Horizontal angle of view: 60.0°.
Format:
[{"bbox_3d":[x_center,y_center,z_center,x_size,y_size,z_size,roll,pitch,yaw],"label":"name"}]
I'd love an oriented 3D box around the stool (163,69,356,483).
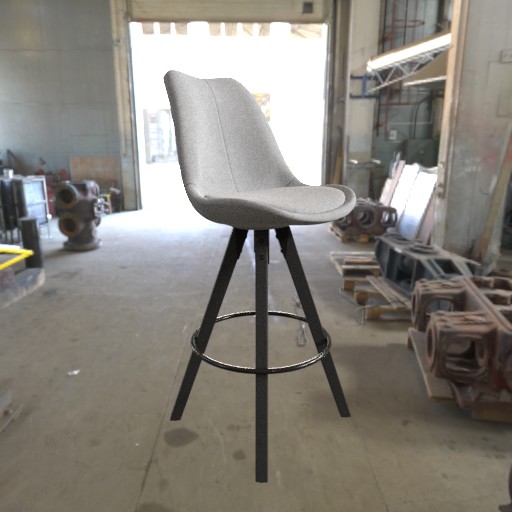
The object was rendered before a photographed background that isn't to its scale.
[{"bbox_3d":[0.000,0.000,1.388,0.550,1.115,0.485,13,19,42],"label":"stool"}]
